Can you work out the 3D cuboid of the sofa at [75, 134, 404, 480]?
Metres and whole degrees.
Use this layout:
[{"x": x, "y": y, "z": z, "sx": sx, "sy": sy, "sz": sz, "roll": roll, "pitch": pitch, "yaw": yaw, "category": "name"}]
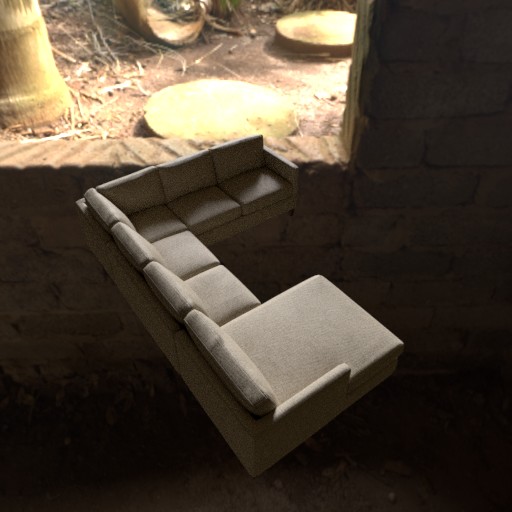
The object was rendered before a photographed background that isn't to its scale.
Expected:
[{"x": 0.000, "y": 0.000, "z": 4.663, "sx": 2.593, "sy": 0.959, "sz": 3.460, "roll": -26, "pitch": 47, "yaw": -27, "category": "sofa"}]
